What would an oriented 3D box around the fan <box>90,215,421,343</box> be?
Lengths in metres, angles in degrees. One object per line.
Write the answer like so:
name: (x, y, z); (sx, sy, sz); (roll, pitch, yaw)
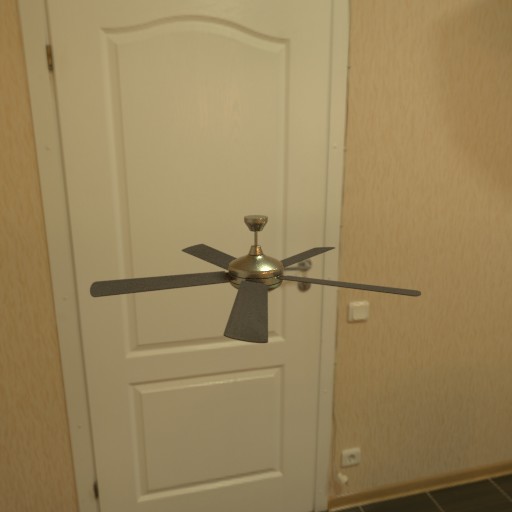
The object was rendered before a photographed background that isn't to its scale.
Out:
fan: (0.000, 0.000, 1.992); (1.321, 0.356, 1.321); (-13, 19, -42)
